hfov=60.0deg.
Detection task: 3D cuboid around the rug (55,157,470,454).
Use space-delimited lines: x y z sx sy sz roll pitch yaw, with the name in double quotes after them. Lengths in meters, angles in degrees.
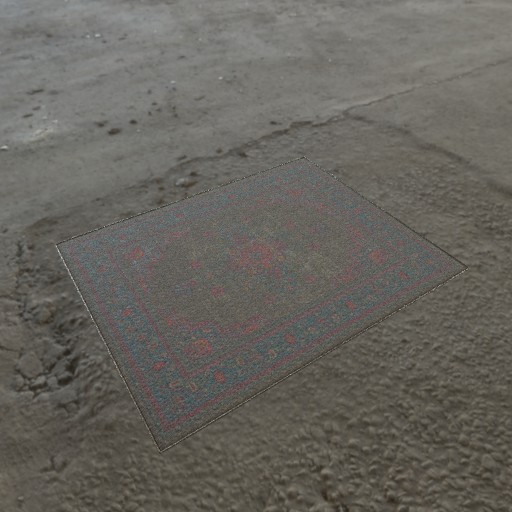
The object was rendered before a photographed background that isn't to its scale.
0.000 0.000 4.148 3.057 0.013 2.434 -24 47 -24 "rug"
